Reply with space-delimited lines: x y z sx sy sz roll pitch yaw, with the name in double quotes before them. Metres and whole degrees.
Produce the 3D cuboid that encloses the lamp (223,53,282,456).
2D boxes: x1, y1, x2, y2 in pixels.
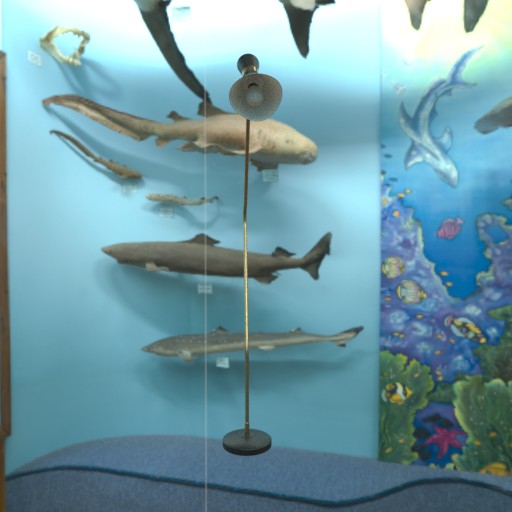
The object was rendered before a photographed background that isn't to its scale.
"lamp" 0.000 0.000 1.631 0.277 1.438 0.467 0 1 19
